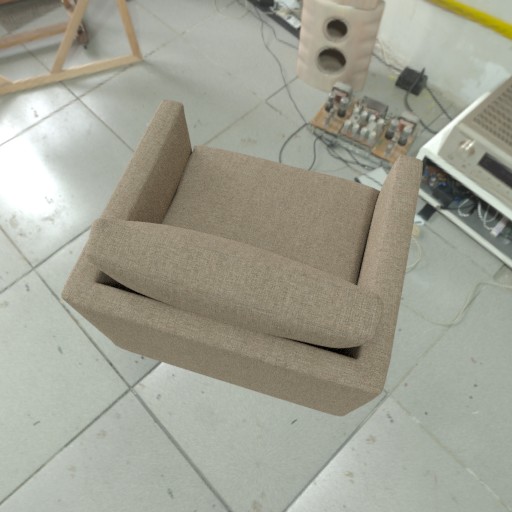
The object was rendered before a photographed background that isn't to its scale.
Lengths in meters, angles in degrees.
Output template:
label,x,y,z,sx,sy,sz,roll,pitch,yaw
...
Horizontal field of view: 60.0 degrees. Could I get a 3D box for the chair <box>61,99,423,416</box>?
label,x,y,z,sx,sy,sz,roll,pitch,yaw
chair,0.000,0.000,1.841,1.107,0.987,0.959,15,66,7
